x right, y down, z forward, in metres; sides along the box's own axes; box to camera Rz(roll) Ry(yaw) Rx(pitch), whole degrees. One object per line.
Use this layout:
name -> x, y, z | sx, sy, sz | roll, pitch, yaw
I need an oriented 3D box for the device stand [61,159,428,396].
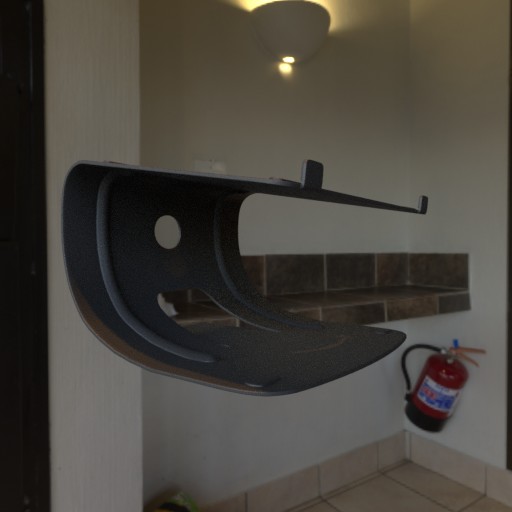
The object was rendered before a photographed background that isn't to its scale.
device stand -> 0.000, 0.000, 0.398 | 0.236, 0.155, 0.256 | 1, 1, 37
